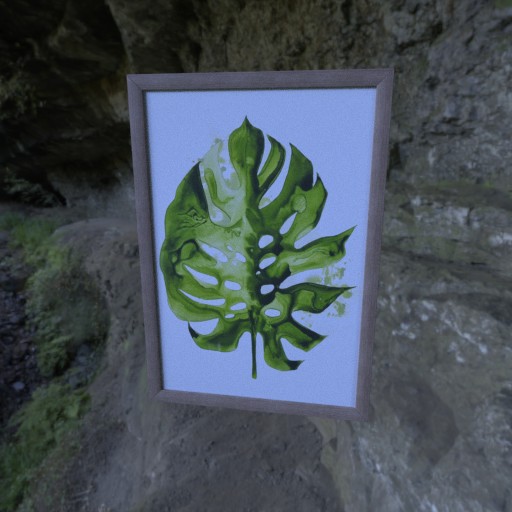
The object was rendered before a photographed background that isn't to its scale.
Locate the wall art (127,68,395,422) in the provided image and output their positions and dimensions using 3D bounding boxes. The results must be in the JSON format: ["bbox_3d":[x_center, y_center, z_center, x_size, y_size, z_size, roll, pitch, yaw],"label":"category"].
[{"bbox_3d":[0.000,0.000,0.662,0.356,0.509,0.031,3,15,9],"label":"wall art"}]
